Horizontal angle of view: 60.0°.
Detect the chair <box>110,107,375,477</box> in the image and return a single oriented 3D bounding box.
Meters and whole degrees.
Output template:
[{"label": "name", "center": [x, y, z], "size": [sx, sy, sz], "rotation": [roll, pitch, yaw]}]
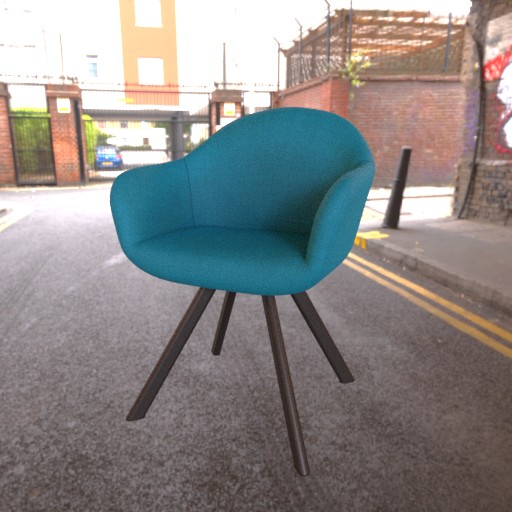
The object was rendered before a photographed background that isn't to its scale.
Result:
[{"label": "chair", "center": [0.000, 0.000, 1.186], "size": [0.590, 0.795, 0.550], "rotation": [6, 15, 24]}]
